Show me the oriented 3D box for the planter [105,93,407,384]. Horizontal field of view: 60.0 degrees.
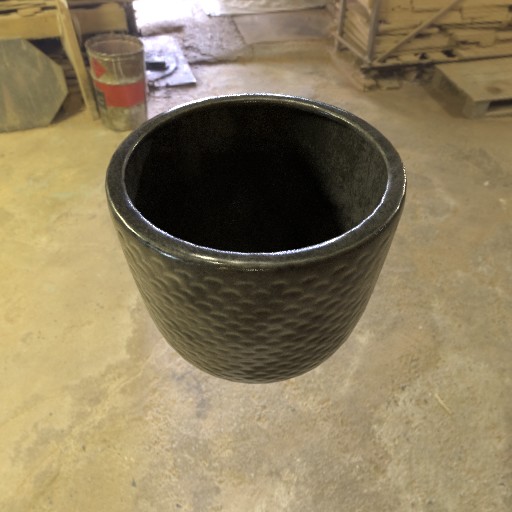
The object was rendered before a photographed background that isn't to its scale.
[{"bbox_3d":[0.000,0.000,0.253,0.140,0.129,0.140,0,46,0],"label":"planter"}]
